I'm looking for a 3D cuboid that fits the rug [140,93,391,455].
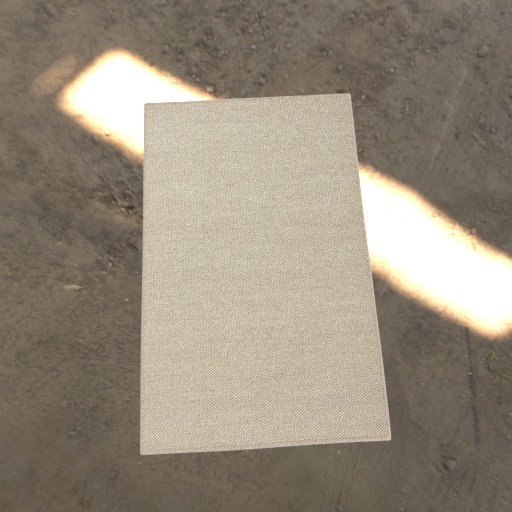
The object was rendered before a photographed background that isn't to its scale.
[{"bbox_3d":[0.000,0.000,2.076,1.067,0.013,1.676,-3,76,-1],"label":"rug"}]
